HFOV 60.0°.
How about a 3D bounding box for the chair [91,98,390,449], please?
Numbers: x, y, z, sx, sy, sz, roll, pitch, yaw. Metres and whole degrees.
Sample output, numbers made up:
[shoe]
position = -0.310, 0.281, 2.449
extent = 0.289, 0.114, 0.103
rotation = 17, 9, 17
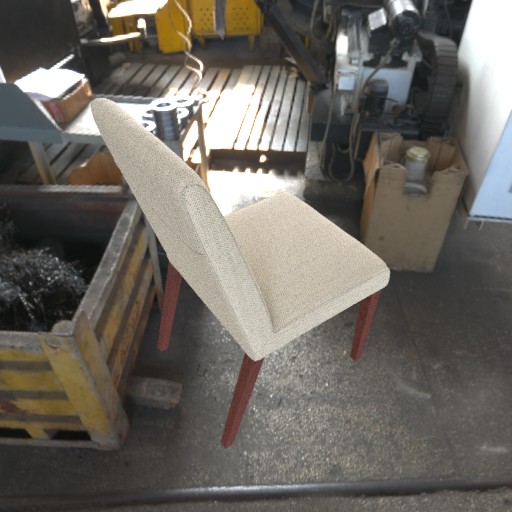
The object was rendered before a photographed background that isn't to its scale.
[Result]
[chair]
position = 0.000, 0.000, 1.220
extent = 0.594, 0.900, 0.480
rotation = -25, 47, -26
